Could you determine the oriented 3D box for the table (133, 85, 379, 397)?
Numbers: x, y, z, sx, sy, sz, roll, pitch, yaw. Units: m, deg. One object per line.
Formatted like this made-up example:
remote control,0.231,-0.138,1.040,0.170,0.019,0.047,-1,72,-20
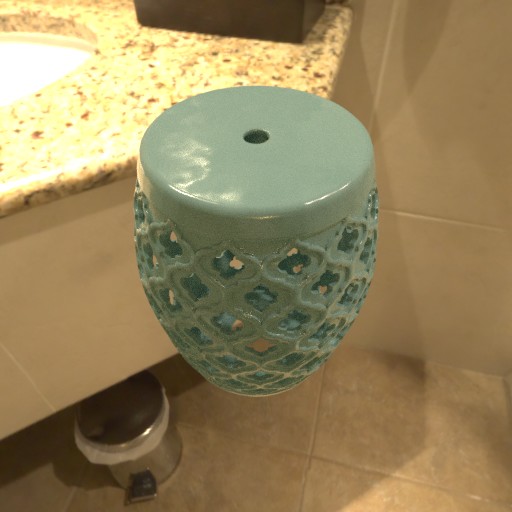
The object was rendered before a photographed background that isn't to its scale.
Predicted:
table,0.000,0.000,0.635,0.325,0.388,0.325,0,46,0
